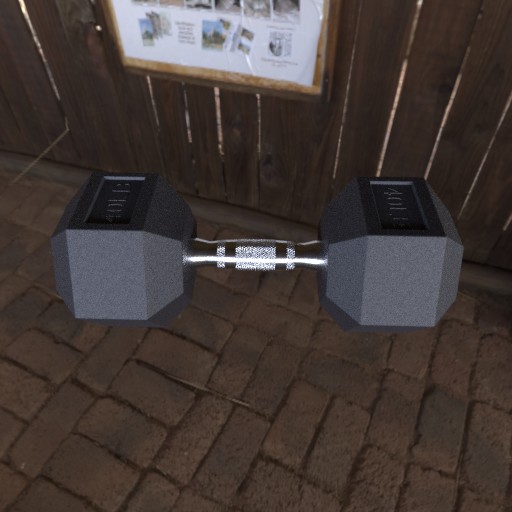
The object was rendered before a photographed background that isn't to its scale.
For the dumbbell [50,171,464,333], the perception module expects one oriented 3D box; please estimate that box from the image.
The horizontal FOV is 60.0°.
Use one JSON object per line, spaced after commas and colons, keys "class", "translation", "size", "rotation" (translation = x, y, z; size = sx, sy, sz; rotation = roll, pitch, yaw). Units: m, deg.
{"class": "dumbbell", "translation": [0.000, 0.000, 0.433], "size": [0.361, 0.137, 0.157], "rotation": [1, 46, 1]}
